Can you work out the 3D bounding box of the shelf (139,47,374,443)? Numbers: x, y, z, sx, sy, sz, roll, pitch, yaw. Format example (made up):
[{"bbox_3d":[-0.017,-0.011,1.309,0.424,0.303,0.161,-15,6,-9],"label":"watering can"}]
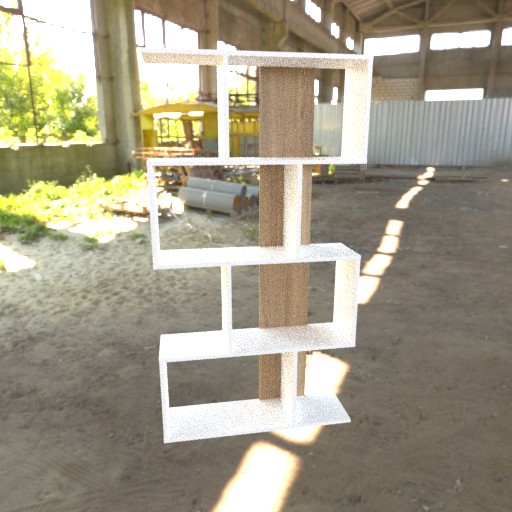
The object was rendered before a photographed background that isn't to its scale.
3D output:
[{"bbox_3d":[0.000,0.000,1.989,0.890,1.650,0.250,-3,15,-10],"label":"shelf"}]
